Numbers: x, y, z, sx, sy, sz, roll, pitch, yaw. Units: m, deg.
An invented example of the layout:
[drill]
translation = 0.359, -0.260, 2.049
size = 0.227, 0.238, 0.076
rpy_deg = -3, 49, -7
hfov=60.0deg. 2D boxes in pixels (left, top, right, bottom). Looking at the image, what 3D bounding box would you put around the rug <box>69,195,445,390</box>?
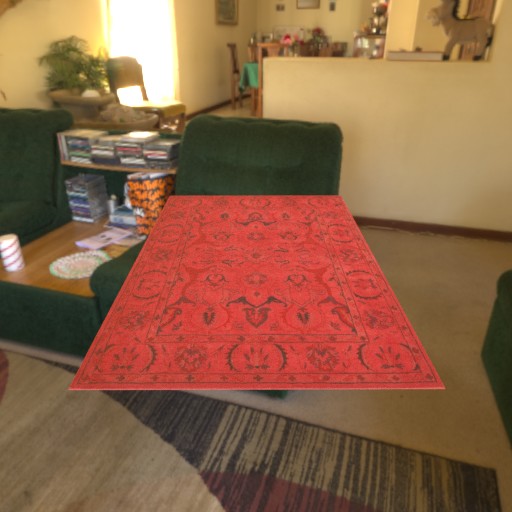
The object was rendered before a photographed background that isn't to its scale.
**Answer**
[rug]
translation = 0.000, 0.000, 2.885
size = 1.534, 0.010, 2.423
rpy_deg = 0, 26, 0
